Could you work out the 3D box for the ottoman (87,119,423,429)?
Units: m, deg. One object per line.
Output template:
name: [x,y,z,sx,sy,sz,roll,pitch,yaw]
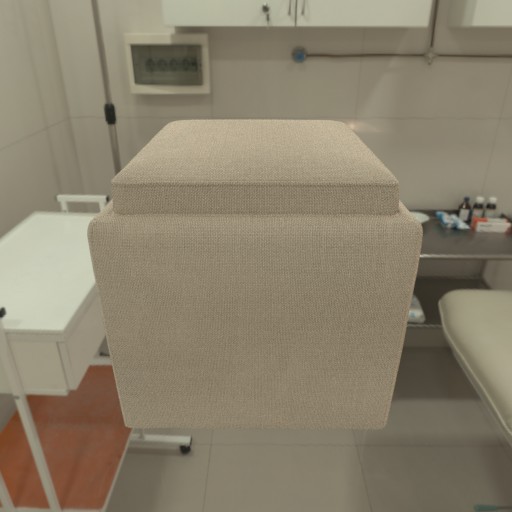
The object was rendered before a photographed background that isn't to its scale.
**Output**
ottoman: [0.000,0.000,0.831,0.450,0.460,0.451,0,27,0]
